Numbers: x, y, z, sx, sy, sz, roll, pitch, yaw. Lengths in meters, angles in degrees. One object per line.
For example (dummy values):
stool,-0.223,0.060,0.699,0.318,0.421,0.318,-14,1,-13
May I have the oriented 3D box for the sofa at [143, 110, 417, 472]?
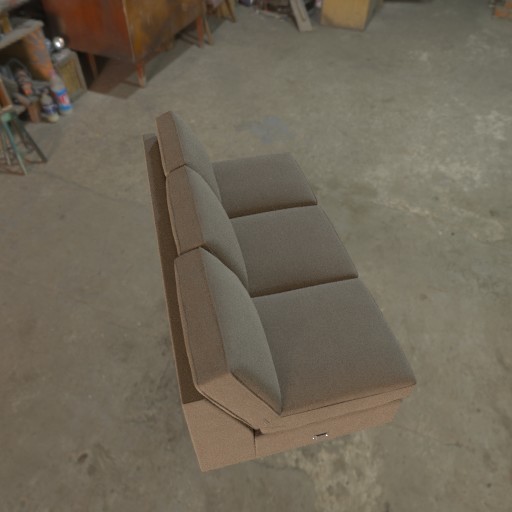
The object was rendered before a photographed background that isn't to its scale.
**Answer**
sofa,0.000,0.000,2.732,1.127,1.036,2.092,-10,47,-10
